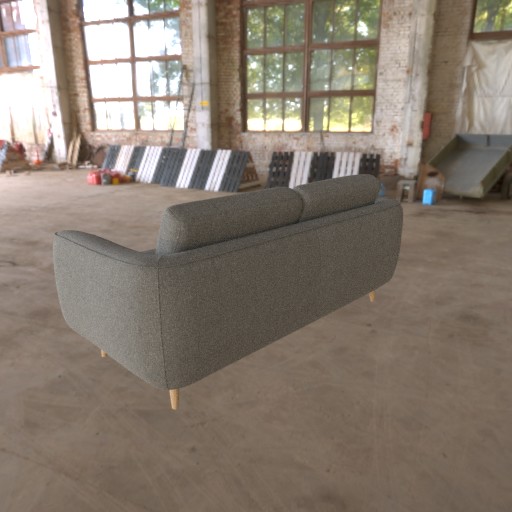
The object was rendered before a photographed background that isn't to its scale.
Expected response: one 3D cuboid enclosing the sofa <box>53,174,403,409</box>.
[{"bbox_3d":[0.000,0.000,2.536,0.920,0.870,2.000,16,23,42],"label":"sofa"}]
